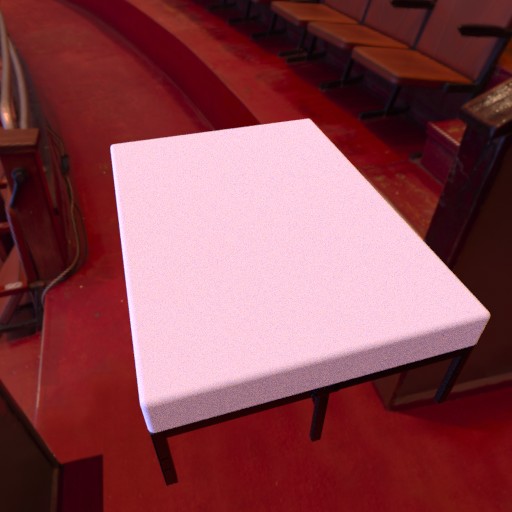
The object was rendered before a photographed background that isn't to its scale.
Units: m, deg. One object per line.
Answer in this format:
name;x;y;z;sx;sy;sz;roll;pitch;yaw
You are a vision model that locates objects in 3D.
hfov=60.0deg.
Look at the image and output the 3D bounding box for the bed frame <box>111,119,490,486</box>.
bed frame;0.000;0.000;2.543;1.408;0.659;1.956;-11;42;-13
